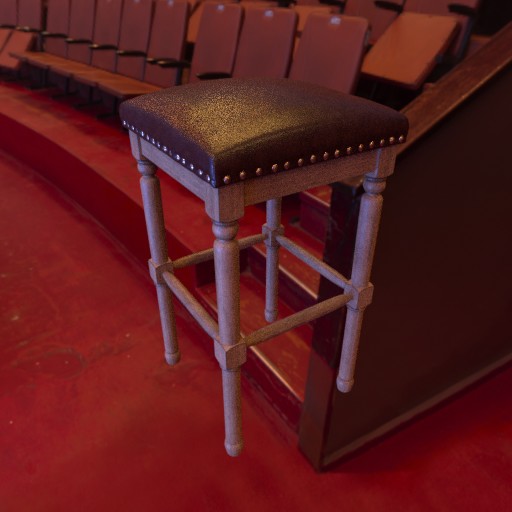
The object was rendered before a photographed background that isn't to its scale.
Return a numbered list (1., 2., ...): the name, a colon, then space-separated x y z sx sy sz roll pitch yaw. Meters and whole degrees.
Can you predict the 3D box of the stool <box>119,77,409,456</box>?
1. stool: 0.000 0.000 0.949 0.383 0.702 0.382 -19 36 -28
